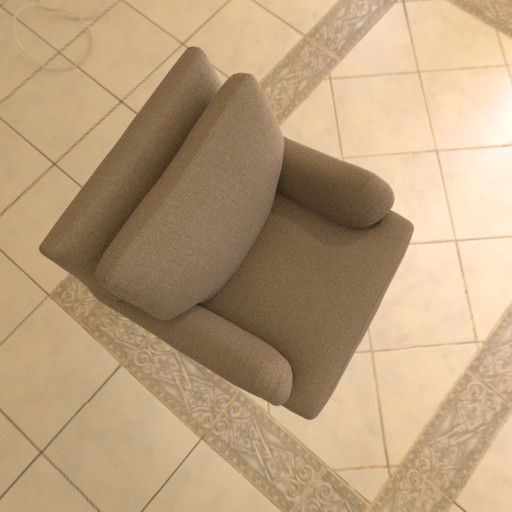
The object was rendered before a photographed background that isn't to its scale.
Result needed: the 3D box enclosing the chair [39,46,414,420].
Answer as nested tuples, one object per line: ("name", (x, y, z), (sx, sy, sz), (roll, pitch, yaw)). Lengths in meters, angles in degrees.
("chair", (0.000, 0.000, 1.822), (1.070, 1.038, 0.955), (30, 77, 8))
